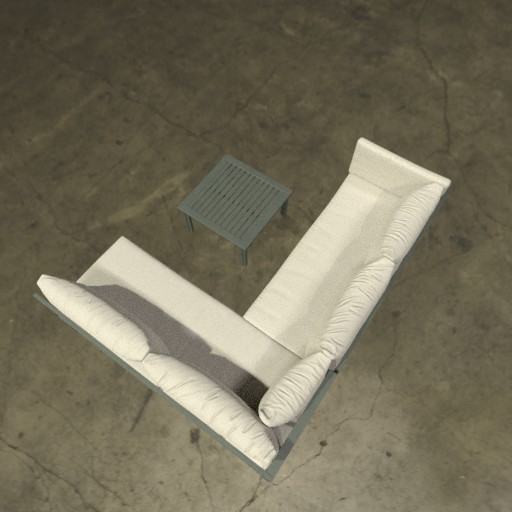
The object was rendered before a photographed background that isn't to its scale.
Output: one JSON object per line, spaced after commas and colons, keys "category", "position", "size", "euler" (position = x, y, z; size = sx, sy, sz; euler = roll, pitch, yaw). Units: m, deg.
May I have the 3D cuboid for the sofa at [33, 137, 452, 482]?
{"category": "sofa", "position": [0.000, 0.000, 2.935], "size": [1.658, 0.758, 2.096], "euler": [32, 67, 15]}
